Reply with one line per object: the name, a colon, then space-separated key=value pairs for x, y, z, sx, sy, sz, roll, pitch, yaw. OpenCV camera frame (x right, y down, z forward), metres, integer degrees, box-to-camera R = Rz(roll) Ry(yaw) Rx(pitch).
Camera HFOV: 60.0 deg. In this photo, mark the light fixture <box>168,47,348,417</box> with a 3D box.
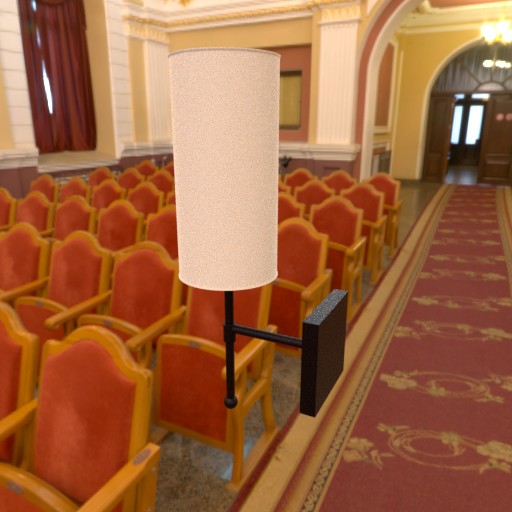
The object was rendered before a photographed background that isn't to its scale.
light fixture: x=0.000 y=0.000 z=0.552 sx=0.208 sy=0.462 sz=0.128 roll=8 pitch=18 yaw=26
